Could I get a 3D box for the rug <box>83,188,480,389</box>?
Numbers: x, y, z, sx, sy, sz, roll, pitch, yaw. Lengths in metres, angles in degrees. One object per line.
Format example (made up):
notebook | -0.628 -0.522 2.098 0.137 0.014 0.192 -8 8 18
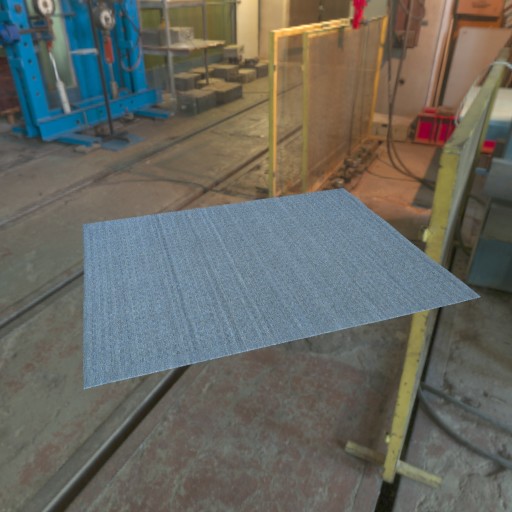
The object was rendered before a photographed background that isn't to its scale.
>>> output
rug | 0.000 0.000 4.309 3.200 0.007 2.443 -10 33 -15
